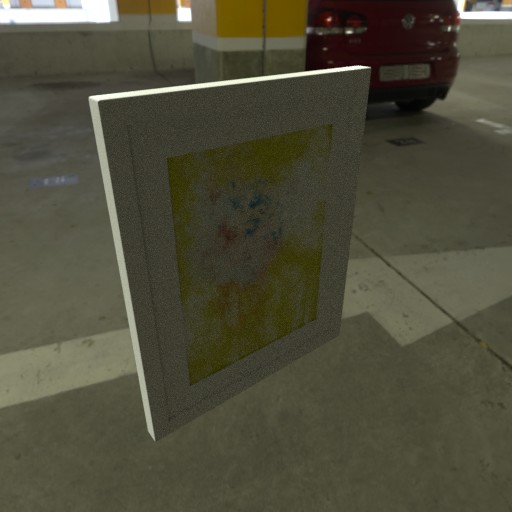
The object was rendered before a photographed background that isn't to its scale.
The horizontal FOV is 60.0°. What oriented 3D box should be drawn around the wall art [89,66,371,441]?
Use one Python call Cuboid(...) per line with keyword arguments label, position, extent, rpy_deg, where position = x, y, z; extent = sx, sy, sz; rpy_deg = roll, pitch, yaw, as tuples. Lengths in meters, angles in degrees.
Cuboid(label="wall art", position=(0.000, 0.000, 0.743), extent=(0.454, 0.556, 0.028), rpy_deg=(-21, 36, -32))
